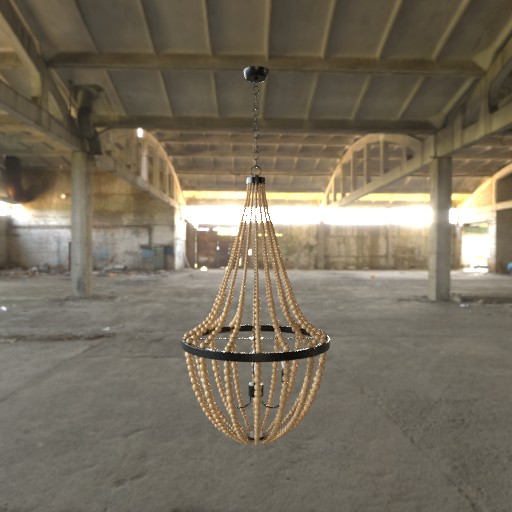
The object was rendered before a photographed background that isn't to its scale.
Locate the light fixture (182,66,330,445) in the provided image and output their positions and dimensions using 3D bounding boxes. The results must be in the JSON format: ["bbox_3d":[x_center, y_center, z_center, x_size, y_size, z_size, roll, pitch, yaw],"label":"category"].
[{"bbox_3d":[0.000,0.000,1.364,0.450,1.133,0.450,0,1,0],"label":"light fixture"}]
